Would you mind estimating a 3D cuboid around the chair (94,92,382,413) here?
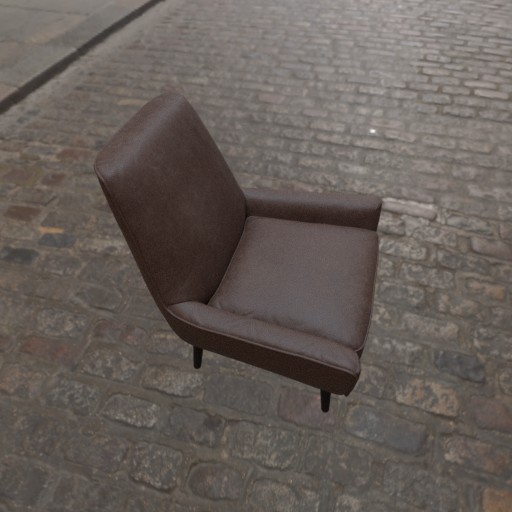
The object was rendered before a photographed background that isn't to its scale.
[{"bbox_3d":[0.000,0.000,1.525,0.824,0.888,0.787,11,46,11],"label":"chair"}]
